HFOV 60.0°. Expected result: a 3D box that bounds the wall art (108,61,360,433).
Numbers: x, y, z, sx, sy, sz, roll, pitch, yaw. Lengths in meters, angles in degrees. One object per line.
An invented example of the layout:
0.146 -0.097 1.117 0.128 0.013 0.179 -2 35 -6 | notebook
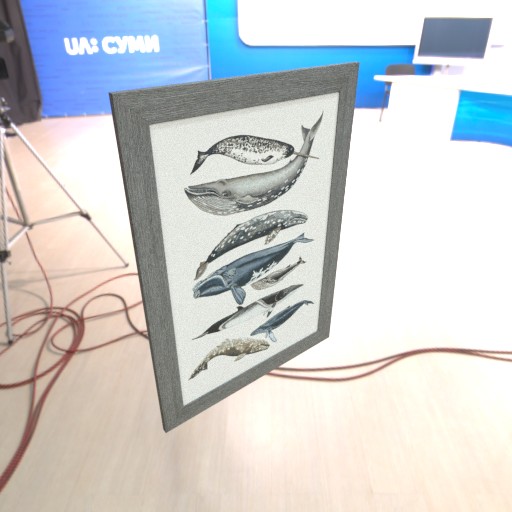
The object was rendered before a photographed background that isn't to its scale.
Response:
0.000 0.000 1.397 0.768 1.070 0.020 -22 37 -32 | wall art
